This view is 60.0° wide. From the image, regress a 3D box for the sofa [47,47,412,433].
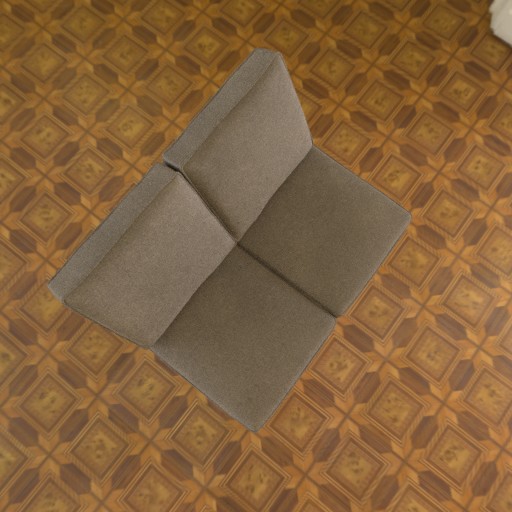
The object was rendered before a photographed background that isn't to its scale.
[{"bbox_3d":[0.000,0.000,1.990,0.951,1.008,1.237,37,80,8],"label":"sofa"}]
